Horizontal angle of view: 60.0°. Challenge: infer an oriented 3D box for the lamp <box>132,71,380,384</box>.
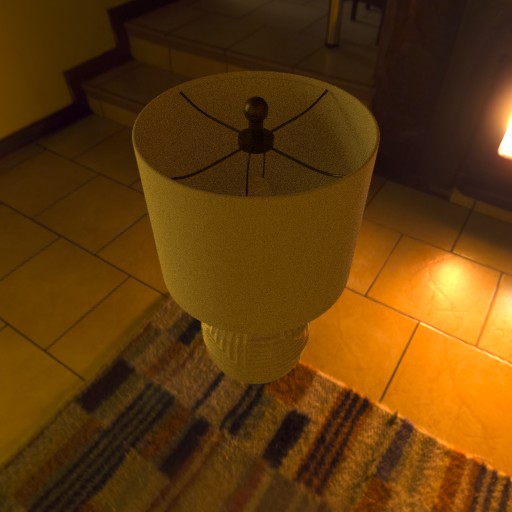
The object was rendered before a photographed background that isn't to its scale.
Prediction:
[{"bbox_3d":[0.000,0.000,0.757,0.318,0.567,0.318,0,46,0],"label":"lamp"}]
